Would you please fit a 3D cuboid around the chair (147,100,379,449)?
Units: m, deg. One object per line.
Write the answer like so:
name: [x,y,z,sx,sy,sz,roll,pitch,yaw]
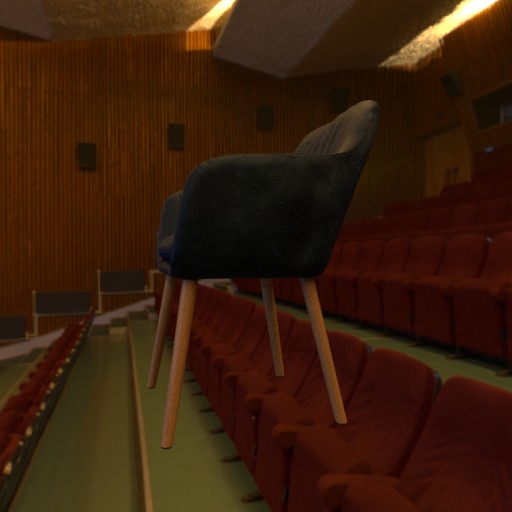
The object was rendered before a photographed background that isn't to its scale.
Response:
chair: [0.000,0.000,1.253,0.573,0.826,0.578,0,1,-17]
